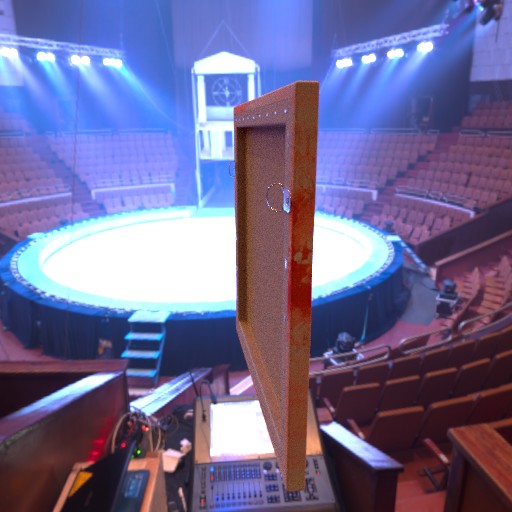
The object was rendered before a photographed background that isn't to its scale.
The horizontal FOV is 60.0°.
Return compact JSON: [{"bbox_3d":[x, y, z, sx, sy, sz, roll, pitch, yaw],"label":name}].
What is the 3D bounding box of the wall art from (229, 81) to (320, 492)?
[{"bbox_3d":[0.000,0.000,1.110,0.064,0.746,0.747,-3,16,-10],"label":"wall art"}]
